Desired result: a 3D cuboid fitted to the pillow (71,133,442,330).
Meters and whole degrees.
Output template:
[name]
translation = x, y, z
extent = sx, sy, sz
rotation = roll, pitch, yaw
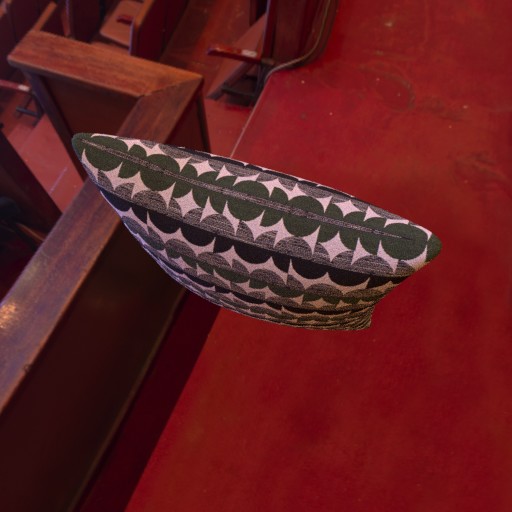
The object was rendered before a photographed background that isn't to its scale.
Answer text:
[pillow]
translation = 0.000, 0.000, 0.648
extent = 0.419, 0.404, 0.180
rotation = 18, 64, 9
